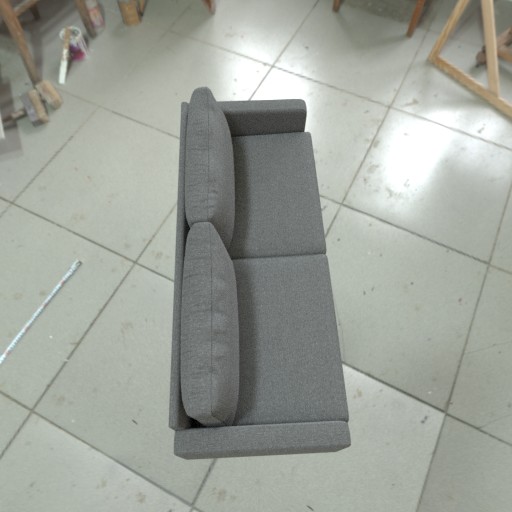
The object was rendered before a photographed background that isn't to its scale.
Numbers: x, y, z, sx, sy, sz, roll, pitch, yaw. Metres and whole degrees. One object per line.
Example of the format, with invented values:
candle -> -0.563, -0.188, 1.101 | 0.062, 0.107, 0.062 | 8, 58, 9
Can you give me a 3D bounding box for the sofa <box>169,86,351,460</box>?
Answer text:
sofa -> 0.000, 0.000, 2.698 | 0.880, 0.880, 2.200 | -2, 63, -1
